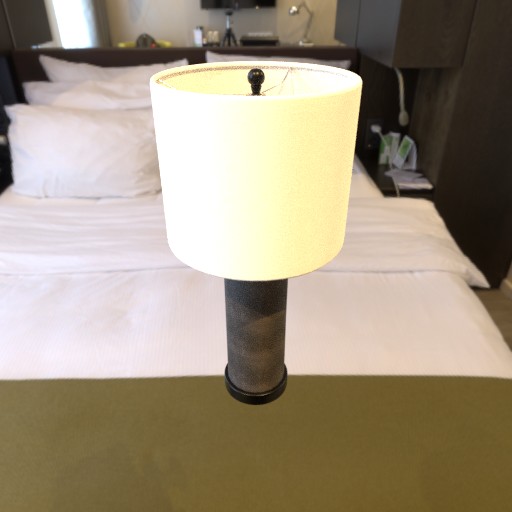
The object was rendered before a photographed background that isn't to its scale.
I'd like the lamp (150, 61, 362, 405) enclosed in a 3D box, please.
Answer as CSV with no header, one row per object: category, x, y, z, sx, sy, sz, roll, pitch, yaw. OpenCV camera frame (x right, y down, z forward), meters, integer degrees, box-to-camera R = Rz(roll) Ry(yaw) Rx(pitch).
lamp,0.000,0.000,0.806,0.305,0.634,0.305,-19,36,-28
